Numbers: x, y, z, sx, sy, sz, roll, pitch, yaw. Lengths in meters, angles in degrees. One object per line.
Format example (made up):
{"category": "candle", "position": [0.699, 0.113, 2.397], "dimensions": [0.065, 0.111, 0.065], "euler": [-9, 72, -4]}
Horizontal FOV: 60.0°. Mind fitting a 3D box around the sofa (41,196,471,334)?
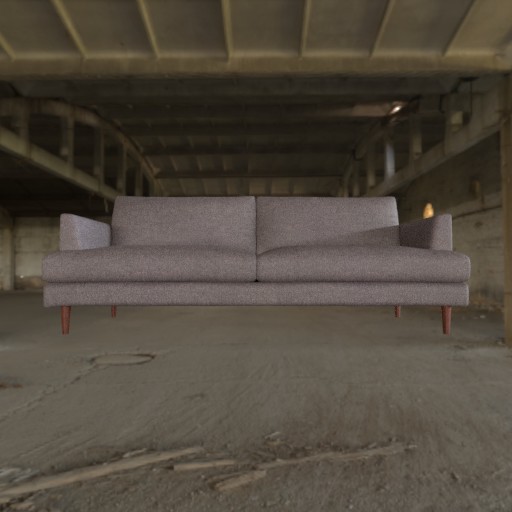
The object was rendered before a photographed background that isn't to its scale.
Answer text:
{"category": "sofa", "position": [0.000, 0.000, 2.813], "dimensions": [2.250, 0.868, 1.020], "euler": [0, -2, 0]}
